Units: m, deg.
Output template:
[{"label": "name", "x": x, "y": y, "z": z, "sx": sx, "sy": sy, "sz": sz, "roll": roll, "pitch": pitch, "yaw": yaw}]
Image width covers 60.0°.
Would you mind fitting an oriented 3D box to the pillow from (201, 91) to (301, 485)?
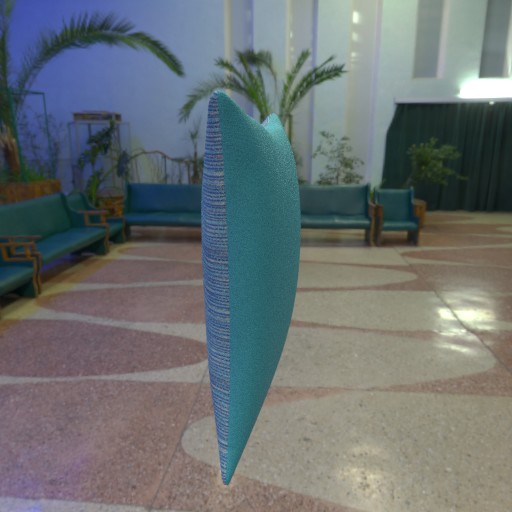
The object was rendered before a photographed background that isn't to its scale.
[{"label": "pillow", "x": 0.000, "y": 0.000, "z": 0.767, "sx": 0.150, "sy": 0.497, "sz": 0.514, "roll": 2, "pitch": 15, "yaw": 9}]
